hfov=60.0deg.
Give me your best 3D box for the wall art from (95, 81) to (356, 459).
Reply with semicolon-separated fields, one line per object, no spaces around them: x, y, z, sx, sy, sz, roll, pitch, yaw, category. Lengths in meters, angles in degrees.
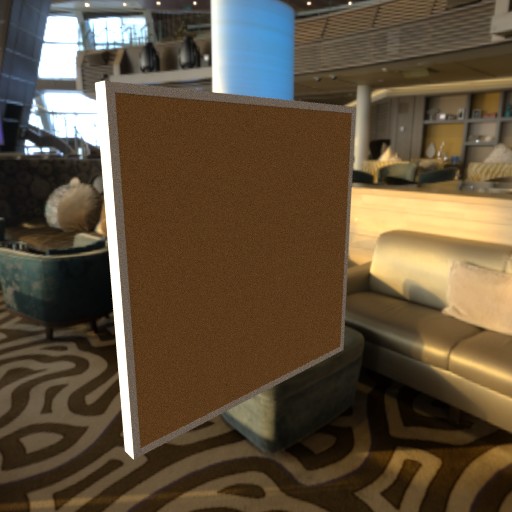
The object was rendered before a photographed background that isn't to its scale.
0.000;0.000;1.128;0.762;0.762;0.038;-13;19;-42;wall art
